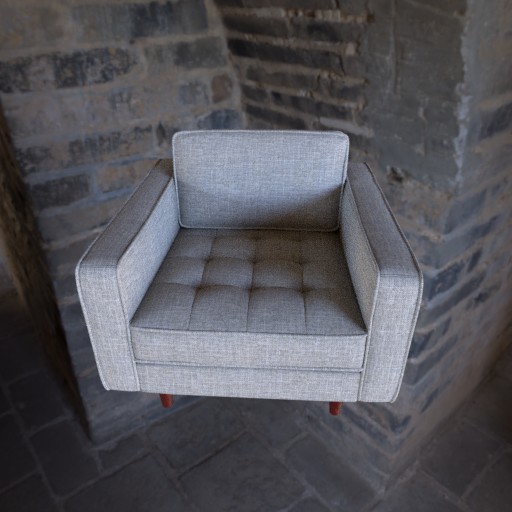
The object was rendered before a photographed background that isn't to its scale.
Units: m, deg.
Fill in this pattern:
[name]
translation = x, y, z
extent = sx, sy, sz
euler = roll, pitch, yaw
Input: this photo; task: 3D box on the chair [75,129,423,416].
[chair]
translation = 0.000, 0.000, 1.561
extent = 0.889, 0.765, 0.914
euler = 2, 30, 3
